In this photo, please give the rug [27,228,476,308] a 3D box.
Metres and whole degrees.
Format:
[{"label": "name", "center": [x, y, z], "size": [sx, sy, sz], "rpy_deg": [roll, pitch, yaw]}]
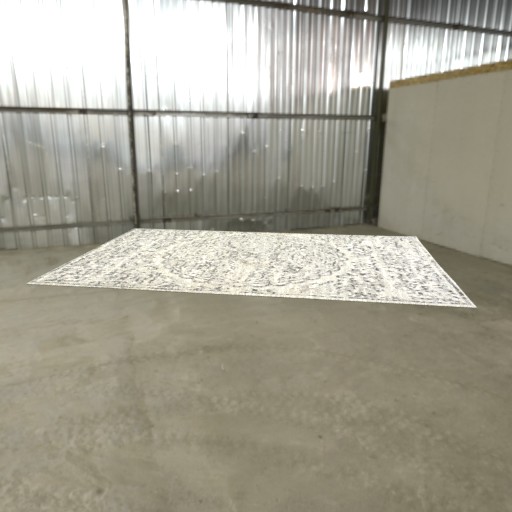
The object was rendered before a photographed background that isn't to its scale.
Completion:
[{"label": "rug", "center": [0.000, 0.000, 3.105], "size": [2.447, 0.021, 1.527], "rpy_deg": [2, 16, 8]}]
